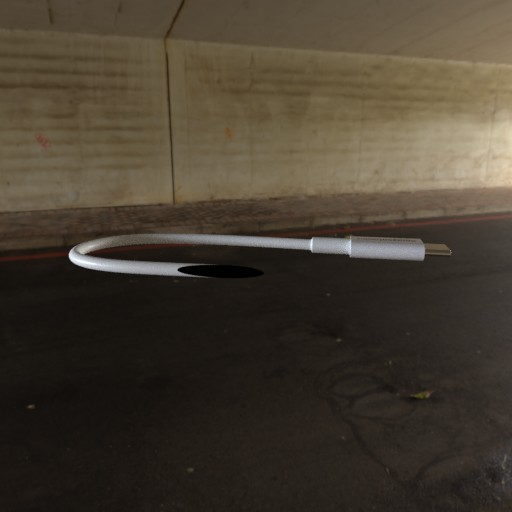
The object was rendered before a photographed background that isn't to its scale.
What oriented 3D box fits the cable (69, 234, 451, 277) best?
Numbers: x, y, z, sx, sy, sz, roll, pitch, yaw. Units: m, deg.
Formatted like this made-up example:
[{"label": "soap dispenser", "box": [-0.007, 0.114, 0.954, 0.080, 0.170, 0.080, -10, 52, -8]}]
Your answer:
[{"label": "cable", "box": [0.000, 0.000, 0.113, 0.098, 0.005, 0.041, 3, 15, 10]}]
